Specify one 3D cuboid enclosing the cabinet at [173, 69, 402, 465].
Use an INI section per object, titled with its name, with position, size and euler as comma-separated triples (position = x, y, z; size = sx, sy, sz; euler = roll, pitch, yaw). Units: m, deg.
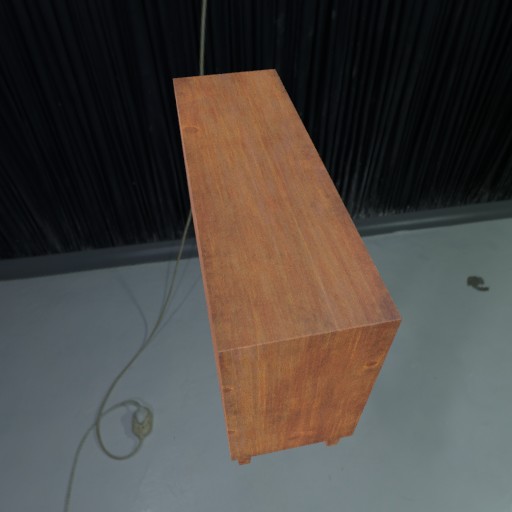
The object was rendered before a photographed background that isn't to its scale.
[cabinet]
position = 0.000, 0.000, 1.620
size = 0.403, 0.805, 1.204
euler = -9, 48, -8
